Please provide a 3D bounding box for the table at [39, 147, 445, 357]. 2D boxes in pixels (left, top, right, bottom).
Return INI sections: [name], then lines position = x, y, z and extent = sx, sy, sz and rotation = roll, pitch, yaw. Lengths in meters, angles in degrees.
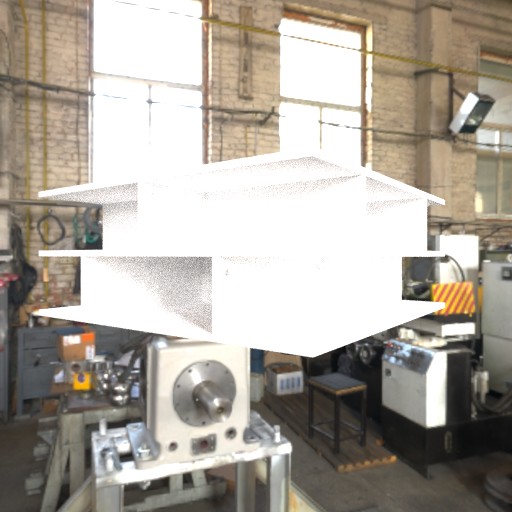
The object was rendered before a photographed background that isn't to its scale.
[table]
position = 0.000, 0.000, 1.073
extent = 0.700, 0.289, 0.700
rotation = 0, 0, 36
